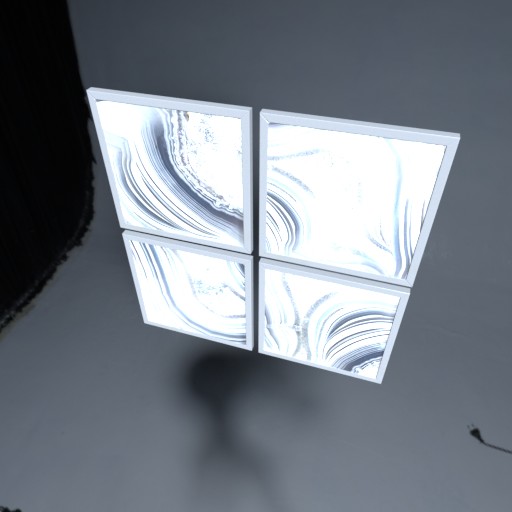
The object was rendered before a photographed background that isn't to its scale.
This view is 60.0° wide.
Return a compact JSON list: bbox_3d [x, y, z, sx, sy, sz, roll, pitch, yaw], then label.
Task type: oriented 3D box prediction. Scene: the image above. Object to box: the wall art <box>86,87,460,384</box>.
[{"bbox_3d":[0.000,0.000,1.651,1.118,1.118,0.029,12,42,13],"label":"wall art"}]
